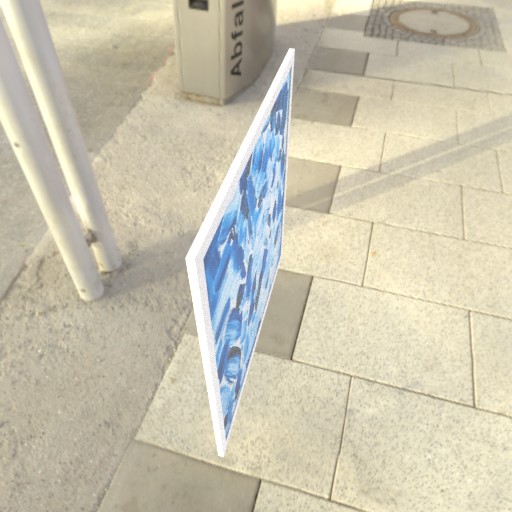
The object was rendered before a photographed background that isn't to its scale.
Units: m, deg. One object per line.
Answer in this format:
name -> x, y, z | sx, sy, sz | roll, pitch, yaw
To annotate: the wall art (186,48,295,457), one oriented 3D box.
wall art -> 0.000, 0.000, 1.230 | 0.015, 0.812, 0.812 | 10, 47, 10
